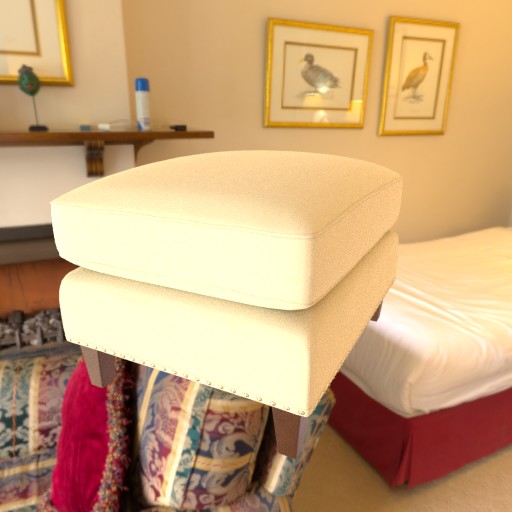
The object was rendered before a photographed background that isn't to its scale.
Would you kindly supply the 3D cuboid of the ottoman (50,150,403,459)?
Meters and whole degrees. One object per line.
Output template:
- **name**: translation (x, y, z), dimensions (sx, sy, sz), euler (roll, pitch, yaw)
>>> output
- **ottoman**: translation (0.000, 0.000, 1.123), dimensions (0.584, 0.513, 0.741), euler (9, 20, 26)
